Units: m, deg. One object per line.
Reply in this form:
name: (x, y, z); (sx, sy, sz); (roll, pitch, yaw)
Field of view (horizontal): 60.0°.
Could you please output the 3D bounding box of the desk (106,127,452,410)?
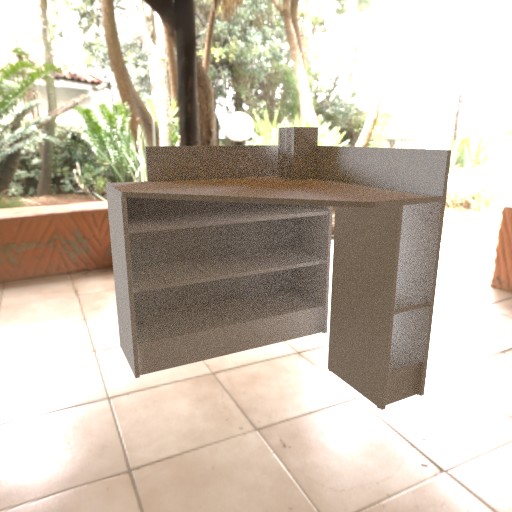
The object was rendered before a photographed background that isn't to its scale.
desk: (0.000, 0.000, 1.737); (0.940, 0.986, 0.940); (-8, 17, -26)
